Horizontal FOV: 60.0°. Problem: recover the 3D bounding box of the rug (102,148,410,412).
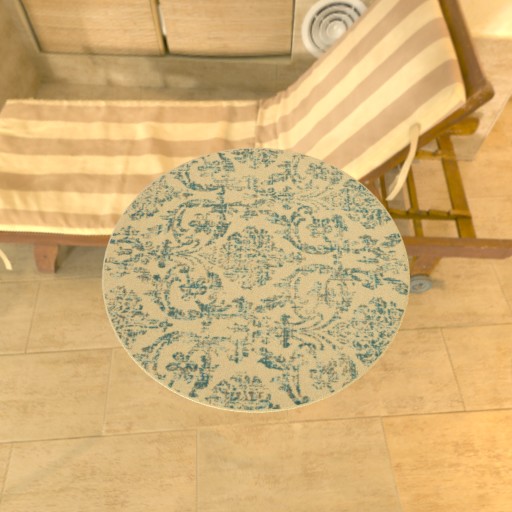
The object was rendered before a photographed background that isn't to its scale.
[{"bbox_3d":[0.000,0.000,2.332,1.593,0.012,1.593,0,58,0],"label":"rug"}]
